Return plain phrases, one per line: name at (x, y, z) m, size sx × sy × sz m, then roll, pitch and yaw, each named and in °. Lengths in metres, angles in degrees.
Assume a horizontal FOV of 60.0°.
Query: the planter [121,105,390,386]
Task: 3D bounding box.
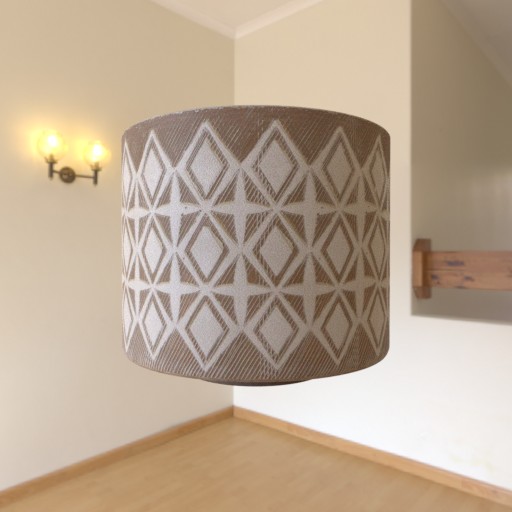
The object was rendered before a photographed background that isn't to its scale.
planter at (0.000, 0.000, 0.334) m, size 0.193 × 0.165 × 0.193 m, roll 0°, pitch 1°, yaw 0°
